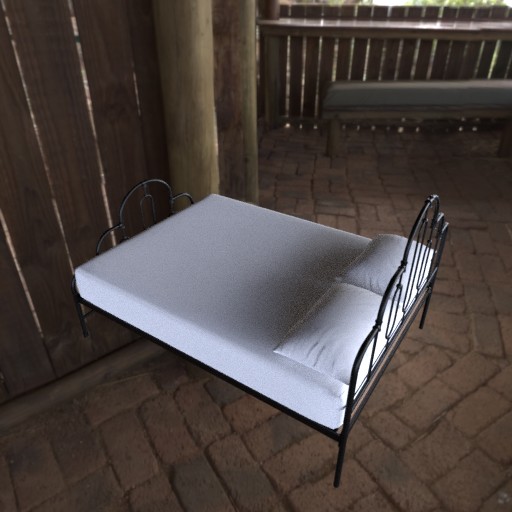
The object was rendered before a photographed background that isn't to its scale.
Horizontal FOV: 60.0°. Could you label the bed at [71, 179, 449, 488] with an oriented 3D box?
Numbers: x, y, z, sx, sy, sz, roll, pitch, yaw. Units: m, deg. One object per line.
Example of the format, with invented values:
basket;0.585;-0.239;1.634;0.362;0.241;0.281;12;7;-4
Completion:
bed;0.000;0.000;3.154;2.181;1.444;1.626;20;37;28
